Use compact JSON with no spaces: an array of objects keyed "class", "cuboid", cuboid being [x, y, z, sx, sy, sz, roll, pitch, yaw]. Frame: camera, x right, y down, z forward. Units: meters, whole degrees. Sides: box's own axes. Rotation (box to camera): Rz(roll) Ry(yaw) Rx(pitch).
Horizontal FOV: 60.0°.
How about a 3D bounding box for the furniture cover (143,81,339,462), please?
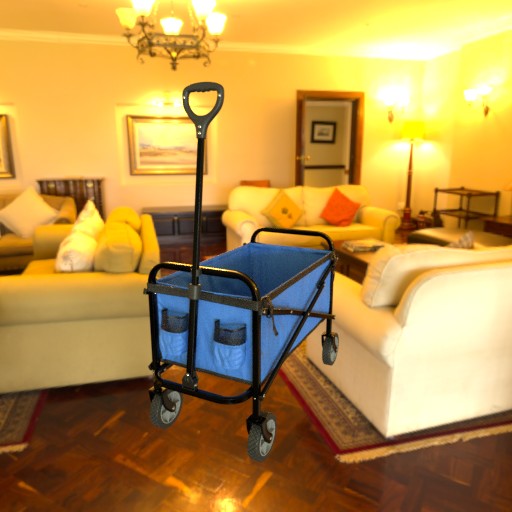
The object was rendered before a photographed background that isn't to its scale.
[{"class":"furniture cover","cuboid":[0.000,0.000,1.878,0.532,1.295,1.038,7,15,26]}]
